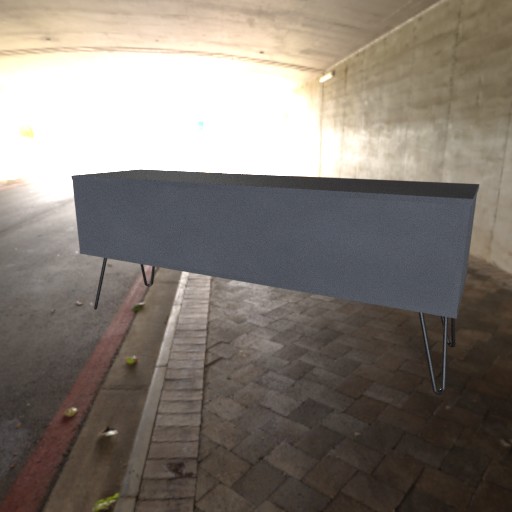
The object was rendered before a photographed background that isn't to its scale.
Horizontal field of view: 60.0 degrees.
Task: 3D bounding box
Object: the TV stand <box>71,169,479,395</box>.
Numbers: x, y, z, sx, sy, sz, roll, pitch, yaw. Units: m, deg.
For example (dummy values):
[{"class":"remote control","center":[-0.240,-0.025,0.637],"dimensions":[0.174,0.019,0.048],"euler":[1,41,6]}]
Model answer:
[{"class":"TV stand","center":[0.000,0.000,1.631],"dimensions":[1.400,0.560,0.400],"euler":[8,17,27]}]
